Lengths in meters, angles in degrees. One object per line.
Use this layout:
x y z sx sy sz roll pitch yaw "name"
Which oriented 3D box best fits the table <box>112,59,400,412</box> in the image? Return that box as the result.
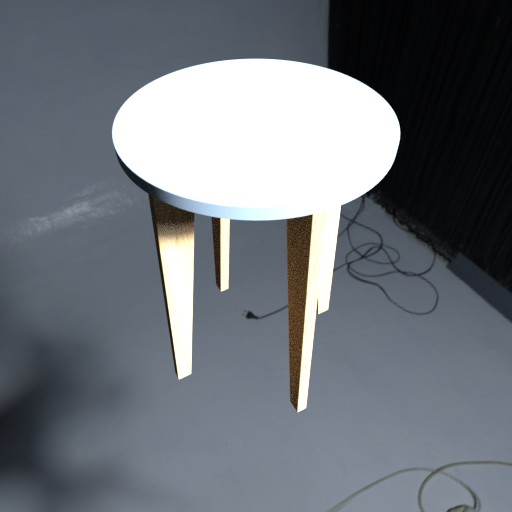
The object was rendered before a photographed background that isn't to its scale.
0.000 0.000 0.731 0.350 0.500 0.350 0 46 0 "table"
